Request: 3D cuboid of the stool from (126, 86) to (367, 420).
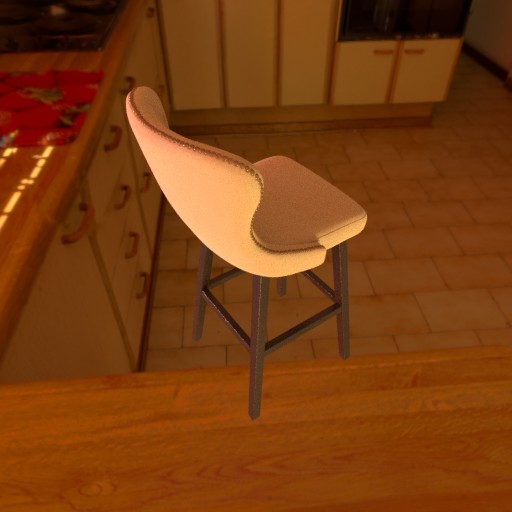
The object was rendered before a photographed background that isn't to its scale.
[{"bbox_3d":[0.000,0.000,1.423,0.605,1.066,0.528,-25,48,-25],"label":"stool"}]
